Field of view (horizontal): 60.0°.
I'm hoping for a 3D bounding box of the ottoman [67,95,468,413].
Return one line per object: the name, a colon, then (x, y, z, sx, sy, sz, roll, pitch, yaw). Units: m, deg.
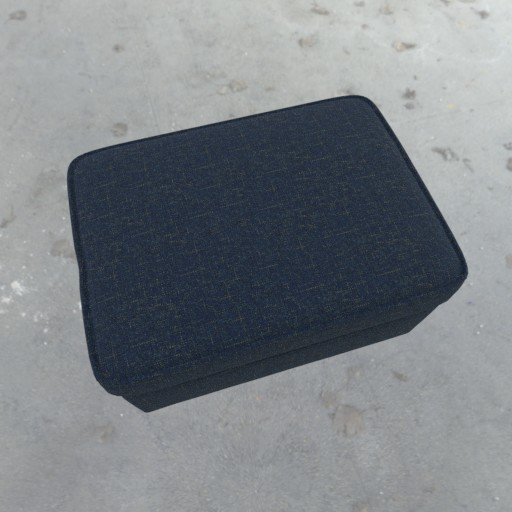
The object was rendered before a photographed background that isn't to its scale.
ottoman: (0.000, 0.000, 1.080, 0.749, 0.450, 0.549, -15, 63, -8)
